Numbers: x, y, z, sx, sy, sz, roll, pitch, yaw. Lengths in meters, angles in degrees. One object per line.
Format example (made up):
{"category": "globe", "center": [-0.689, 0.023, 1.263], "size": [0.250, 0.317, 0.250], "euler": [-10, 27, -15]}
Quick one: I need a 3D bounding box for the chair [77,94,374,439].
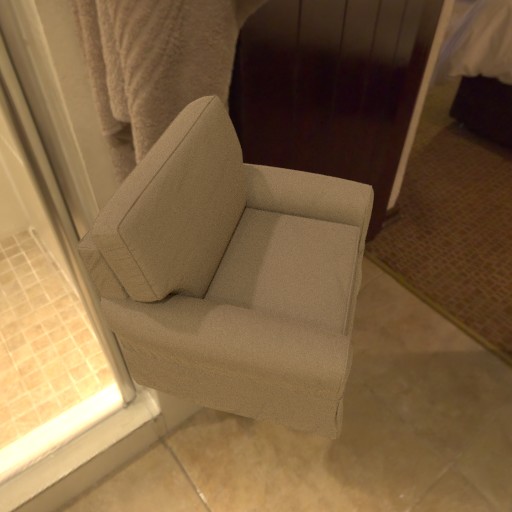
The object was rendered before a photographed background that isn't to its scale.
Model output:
{"category": "chair", "center": [0.000, 0.000, 1.934], "size": [0.988, 1.017, 1.135], "euler": [11, 46, 11]}
